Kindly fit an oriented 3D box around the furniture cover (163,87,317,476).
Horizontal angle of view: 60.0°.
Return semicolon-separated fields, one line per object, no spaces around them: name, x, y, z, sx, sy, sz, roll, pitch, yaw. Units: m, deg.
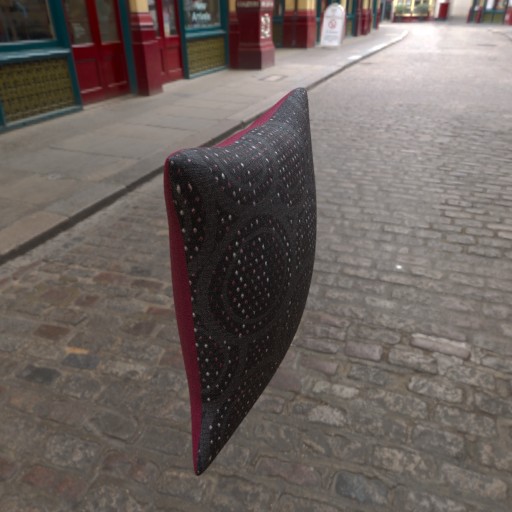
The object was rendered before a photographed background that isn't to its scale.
furniture cover;0.000;0.000;0.800;0.193;0.509;0.552;10;30;17
